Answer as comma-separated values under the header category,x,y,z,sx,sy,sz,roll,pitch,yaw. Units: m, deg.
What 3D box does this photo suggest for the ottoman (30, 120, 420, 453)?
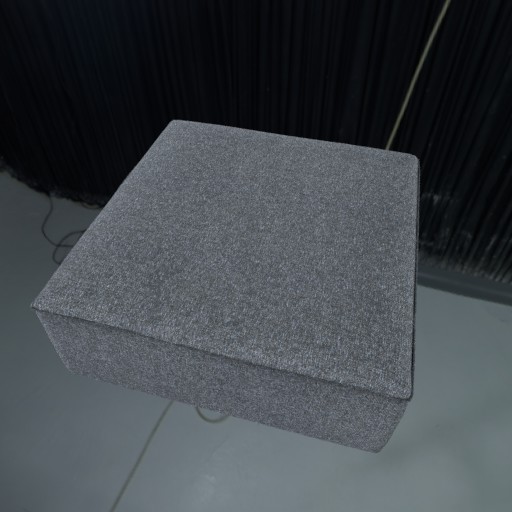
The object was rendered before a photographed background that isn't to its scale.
category,x,y,z,sx,sy,sz,roll,pitch,yaw
ottoman,0.000,0.000,1.540,1.021,0.423,1.017,12,48,11
